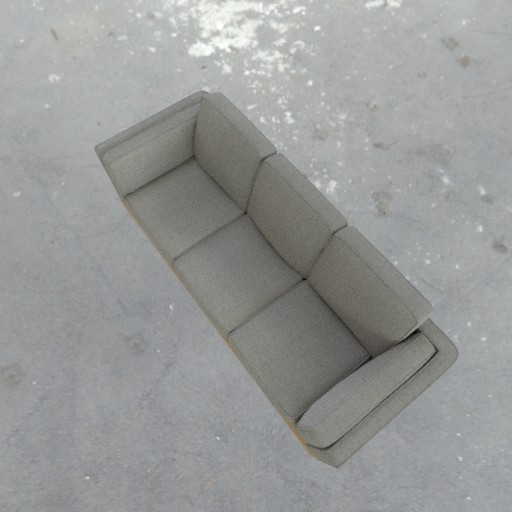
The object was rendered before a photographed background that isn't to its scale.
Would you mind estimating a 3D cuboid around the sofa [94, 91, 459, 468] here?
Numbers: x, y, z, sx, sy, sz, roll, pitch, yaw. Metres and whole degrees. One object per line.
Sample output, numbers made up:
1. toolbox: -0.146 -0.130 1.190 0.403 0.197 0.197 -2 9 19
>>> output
1. sofa: 0.000 0.000 2.753 0.903 0.899 2.362 -34 69 -16
